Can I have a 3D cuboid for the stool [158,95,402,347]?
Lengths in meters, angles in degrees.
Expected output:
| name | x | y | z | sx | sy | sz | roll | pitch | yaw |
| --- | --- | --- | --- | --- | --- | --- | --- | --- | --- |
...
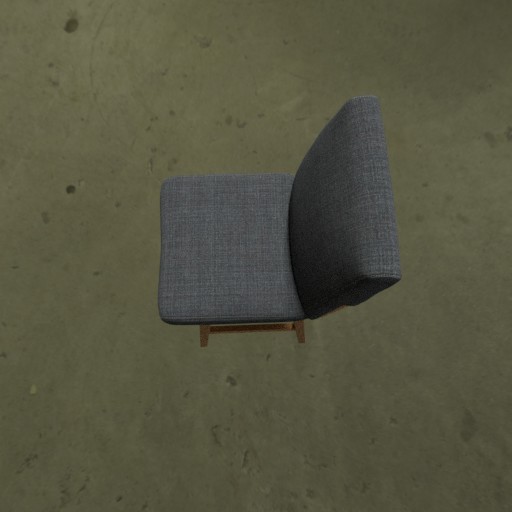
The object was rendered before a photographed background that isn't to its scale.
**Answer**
| name | x | y | z | sx | sy | sz | roll | pitch | yaw |
| --- | --- | --- | --- | --- | --- | --- | --- | --- | --- |
| stool | 0.000 | 0.000 | 1.427 | 0.570 | 1.112 | 0.483 | -2 | 75 | -1 |
